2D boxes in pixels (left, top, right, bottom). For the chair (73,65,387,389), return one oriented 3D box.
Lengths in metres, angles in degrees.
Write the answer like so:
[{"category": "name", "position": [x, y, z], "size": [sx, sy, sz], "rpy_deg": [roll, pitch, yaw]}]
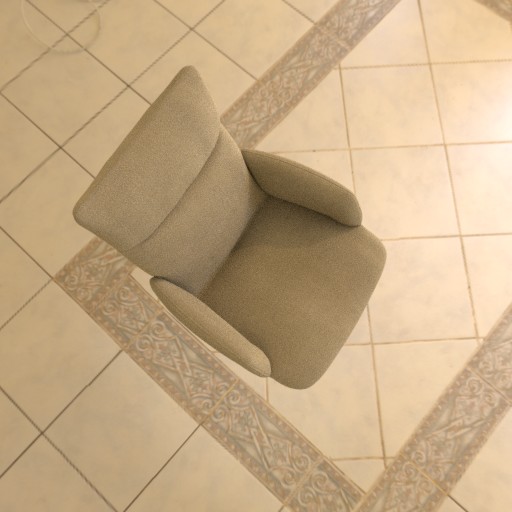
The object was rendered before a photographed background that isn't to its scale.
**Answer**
[{"category": "chair", "position": [0.000, 0.000, 1.611], "size": [0.889, 1.016, 0.711], "rpy_deg": [31, 78, 7]}]
